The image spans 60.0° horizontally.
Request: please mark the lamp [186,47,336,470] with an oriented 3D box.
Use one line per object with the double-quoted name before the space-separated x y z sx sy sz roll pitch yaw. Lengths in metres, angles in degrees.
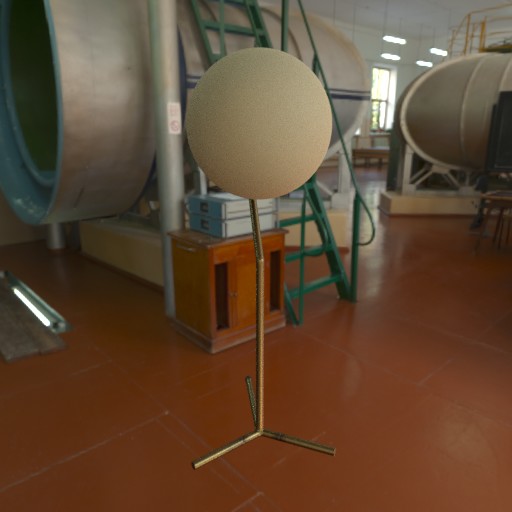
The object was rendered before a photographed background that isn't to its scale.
"lamp" 0.000 0.000 0.655 0.210 0.552 0.251 -2 16 -7
